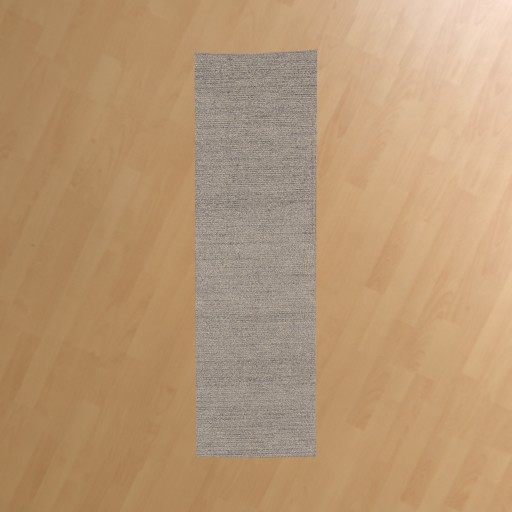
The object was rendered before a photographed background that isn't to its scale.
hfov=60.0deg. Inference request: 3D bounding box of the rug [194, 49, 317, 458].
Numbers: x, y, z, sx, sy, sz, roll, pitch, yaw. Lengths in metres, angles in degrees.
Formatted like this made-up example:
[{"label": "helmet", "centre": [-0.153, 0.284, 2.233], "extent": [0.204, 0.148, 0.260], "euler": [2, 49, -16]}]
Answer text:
[{"label": "rug", "centre": [0.000, 0.000, 2.517], "extent": [0.692, 0.032, 2.320], "euler": [0, 91, 0]}]
